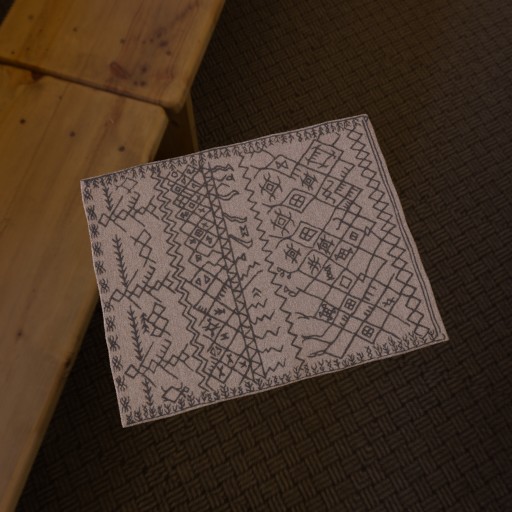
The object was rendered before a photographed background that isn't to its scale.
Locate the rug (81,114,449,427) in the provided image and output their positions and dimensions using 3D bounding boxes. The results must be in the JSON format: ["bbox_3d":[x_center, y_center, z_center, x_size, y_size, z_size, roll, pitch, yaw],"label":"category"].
[{"bbox_3d":[0.000,0.000,3.425,2.455,0.025,1.964,-14,76,-4],"label":"rug"}]
